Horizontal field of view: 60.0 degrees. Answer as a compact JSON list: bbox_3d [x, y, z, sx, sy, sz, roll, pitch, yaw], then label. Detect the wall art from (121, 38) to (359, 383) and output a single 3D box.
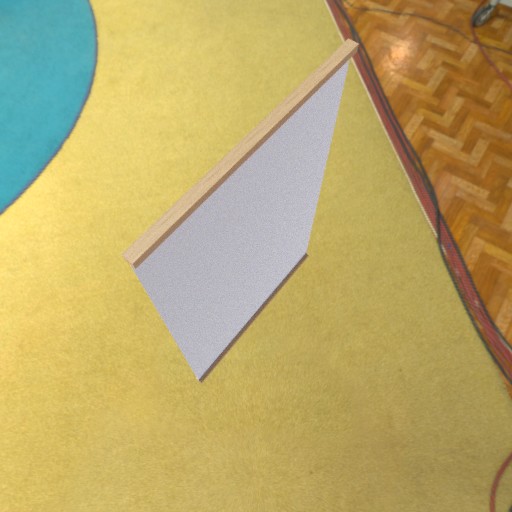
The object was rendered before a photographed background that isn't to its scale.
[{"bbox_3d":[0.000,0.000,0.774,0.016,0.611,0.401,36,69,16],"label":"wall art"}]
